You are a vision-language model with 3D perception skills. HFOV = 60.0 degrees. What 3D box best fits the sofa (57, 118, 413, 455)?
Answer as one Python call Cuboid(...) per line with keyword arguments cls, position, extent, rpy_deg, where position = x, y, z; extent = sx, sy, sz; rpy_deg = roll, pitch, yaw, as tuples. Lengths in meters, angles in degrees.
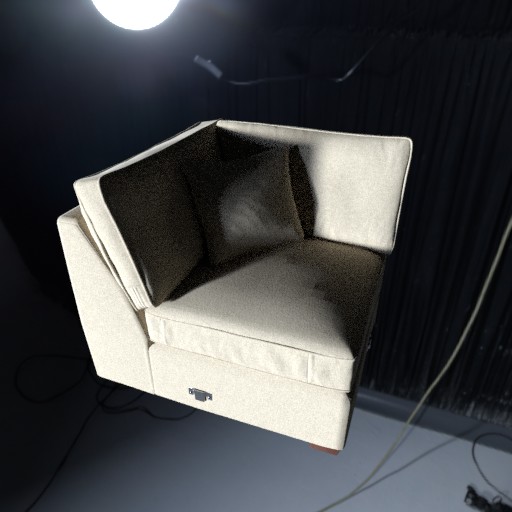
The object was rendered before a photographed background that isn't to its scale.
Cuboid(cls="sofa", position=(0.000, 0.000, 1.965), extent=(1.146, 1.002, 1.084), rpy_deg=(10, 32, 17))
